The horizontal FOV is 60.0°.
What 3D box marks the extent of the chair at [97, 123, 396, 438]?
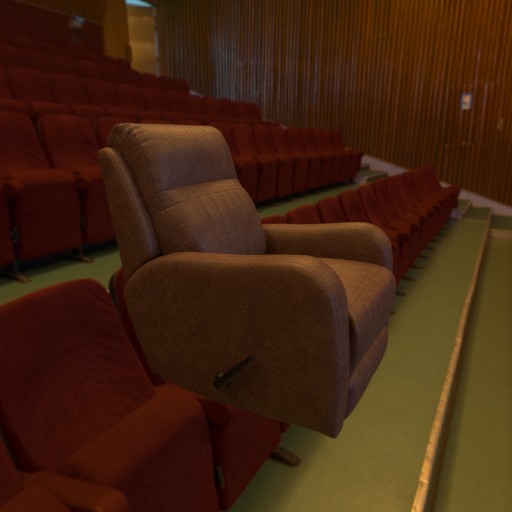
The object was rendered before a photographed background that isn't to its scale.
[{"bbox_3d":[0.000,0.000,1.845,1.067,1.067,0.865,8,16,27],"label":"chair"}]
